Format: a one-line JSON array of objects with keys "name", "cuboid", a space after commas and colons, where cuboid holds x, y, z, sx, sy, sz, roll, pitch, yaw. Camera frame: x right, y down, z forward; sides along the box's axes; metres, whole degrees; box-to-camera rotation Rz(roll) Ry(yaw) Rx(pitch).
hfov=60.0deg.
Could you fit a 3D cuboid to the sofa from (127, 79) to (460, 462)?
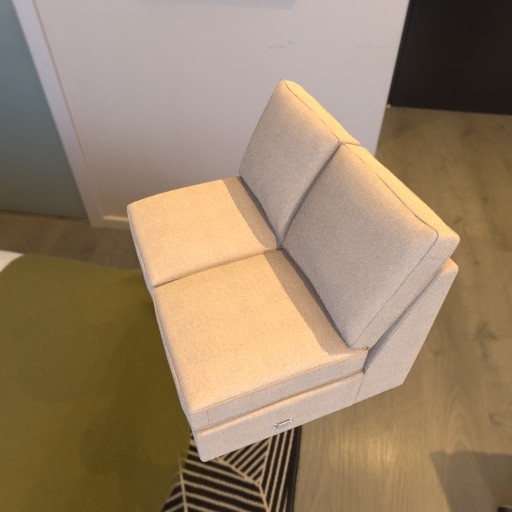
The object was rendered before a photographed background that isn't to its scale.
[{"name": "sofa", "cuboid": [0.000, 0.000, 1.974, 0.978, 1.006, 1.232, -16, 47, -15]}]
